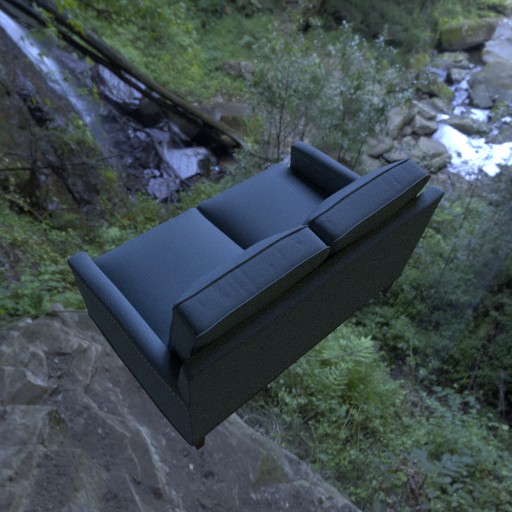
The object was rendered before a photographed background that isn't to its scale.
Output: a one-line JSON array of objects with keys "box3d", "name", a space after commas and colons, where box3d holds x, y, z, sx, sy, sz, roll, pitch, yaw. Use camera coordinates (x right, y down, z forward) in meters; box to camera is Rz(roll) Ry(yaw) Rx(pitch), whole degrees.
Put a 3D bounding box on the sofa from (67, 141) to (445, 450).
[{"box3d": [0.000, 0.000, 2.314, 1.597, 1.003, 1.084, -32, 55, -27], "name": "sofa"}]
